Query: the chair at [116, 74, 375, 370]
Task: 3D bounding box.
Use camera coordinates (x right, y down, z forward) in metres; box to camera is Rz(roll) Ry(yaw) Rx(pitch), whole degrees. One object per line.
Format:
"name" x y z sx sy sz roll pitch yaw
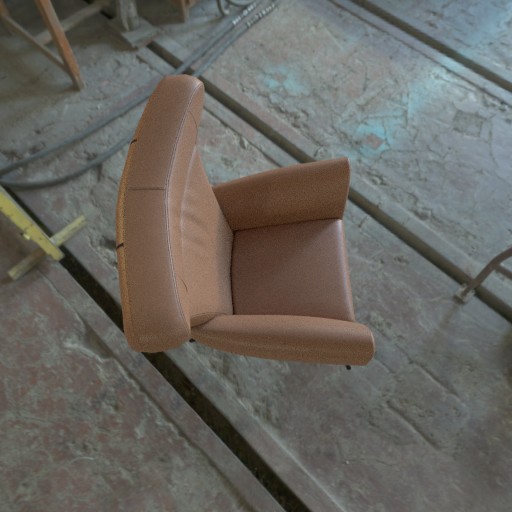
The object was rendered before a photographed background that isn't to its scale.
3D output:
"chair" 0.000 0.000 1.799 0.900 1.050 0.980 -1 64 0
